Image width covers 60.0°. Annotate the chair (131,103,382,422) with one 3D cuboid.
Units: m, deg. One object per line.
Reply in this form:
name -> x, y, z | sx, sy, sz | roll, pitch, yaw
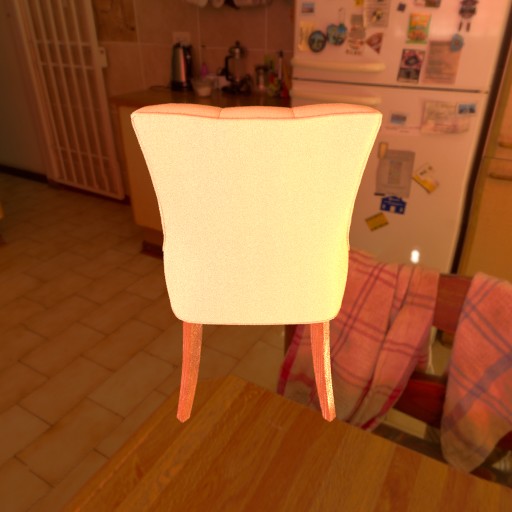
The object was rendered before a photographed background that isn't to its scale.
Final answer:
chair -> 0.000, 0.000, 1.197 | 0.509, 0.874, 0.565 | 0, 29, 0
